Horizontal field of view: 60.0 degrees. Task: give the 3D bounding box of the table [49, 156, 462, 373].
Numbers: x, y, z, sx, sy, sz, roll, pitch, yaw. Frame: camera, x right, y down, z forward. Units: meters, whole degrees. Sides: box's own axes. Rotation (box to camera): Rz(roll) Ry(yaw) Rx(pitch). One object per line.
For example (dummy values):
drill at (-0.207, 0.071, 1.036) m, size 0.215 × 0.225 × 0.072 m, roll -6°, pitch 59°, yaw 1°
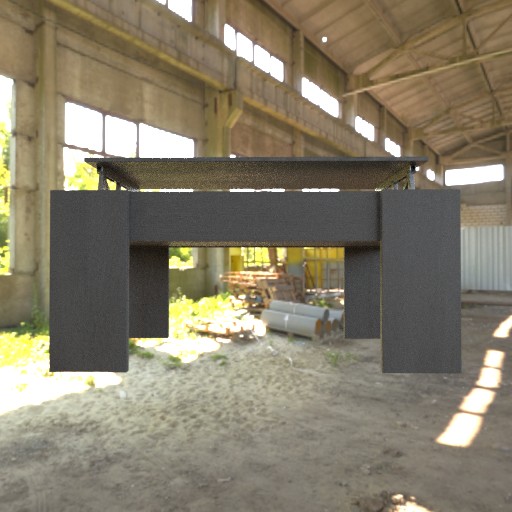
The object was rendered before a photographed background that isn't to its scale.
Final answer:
table at (0.000, 0.000, 1.420) m, size 1.000 × 0.570 × 0.711 m, roll 0°, pitch -1°, yaw 1°
